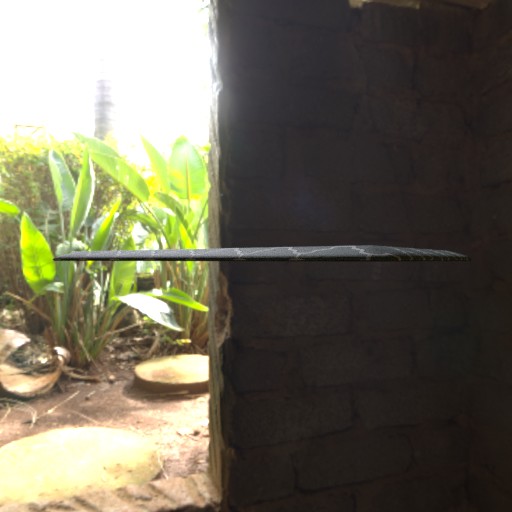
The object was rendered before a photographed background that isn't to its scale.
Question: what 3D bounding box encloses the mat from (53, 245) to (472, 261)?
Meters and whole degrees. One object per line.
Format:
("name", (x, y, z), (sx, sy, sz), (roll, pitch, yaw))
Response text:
("mat", (0.000, 0.000, 0.944), (0.762, 0.021, 0.508), (0, -1, 36))
